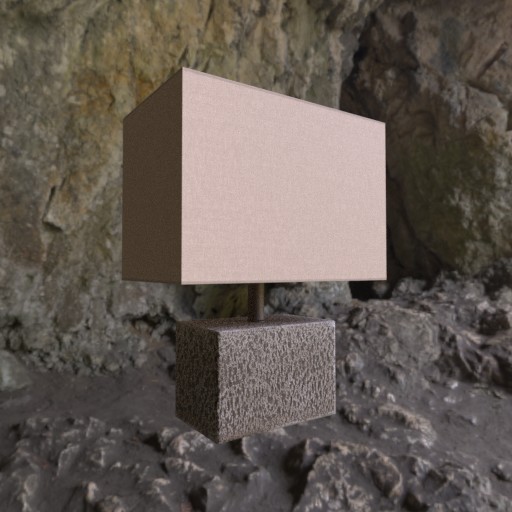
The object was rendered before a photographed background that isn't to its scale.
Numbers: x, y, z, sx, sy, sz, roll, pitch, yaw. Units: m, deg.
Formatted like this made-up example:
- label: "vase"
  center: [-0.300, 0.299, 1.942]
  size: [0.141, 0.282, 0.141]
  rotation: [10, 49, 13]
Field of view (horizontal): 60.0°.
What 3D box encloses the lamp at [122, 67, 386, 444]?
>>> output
- label: "lamp"
  center: [0.000, 0.000, 0.577]
  size: [0.294, 0.411, 0.180]
  rotation: [1, -2, -34]
